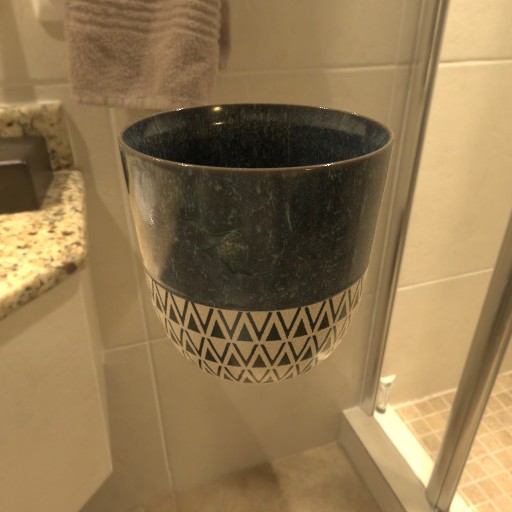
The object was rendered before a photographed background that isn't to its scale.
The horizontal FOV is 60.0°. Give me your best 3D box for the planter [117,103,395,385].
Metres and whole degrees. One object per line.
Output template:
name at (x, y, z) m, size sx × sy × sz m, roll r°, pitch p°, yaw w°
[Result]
planter at (0.000, 0.000, 0.374) m, size 0.195 × 0.214 × 0.195 m, roll 0°, pitch 29°, yaw 0°
